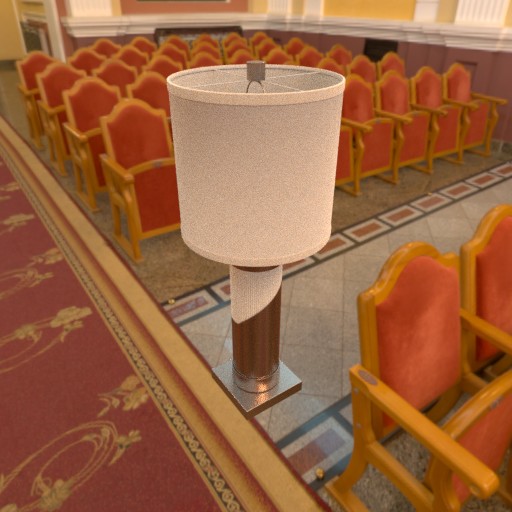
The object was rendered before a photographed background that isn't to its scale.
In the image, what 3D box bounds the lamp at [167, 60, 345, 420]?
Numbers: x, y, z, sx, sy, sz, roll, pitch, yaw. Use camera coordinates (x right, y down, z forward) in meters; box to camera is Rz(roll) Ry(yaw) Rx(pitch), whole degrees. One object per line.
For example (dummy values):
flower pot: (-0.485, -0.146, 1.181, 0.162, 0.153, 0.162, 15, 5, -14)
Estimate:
lamp: (0.000, 0.000, 0.630, 0.202, 0.509, 0.202, -19, 36, -29)
